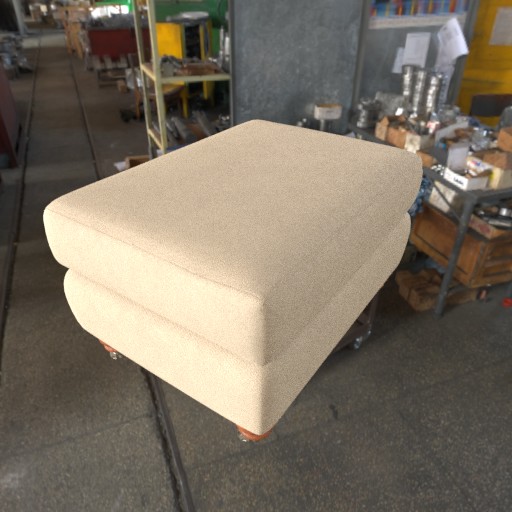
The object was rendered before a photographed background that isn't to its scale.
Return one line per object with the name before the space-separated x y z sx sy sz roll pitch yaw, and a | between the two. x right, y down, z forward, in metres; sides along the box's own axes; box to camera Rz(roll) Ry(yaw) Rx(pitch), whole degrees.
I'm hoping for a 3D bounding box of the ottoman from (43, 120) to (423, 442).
ottoman | 0.000 0.000 1.126 0.569 0.504 0.773 21 38 29
